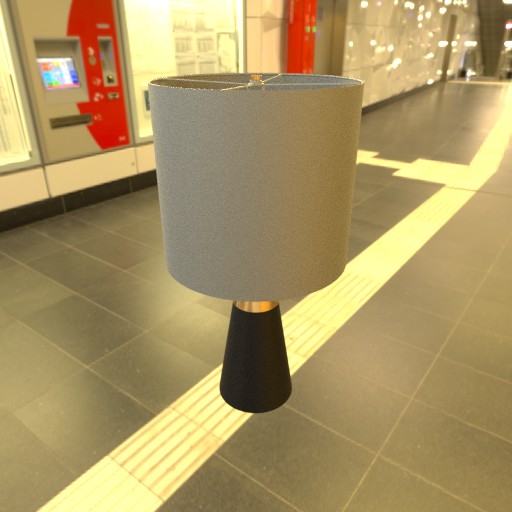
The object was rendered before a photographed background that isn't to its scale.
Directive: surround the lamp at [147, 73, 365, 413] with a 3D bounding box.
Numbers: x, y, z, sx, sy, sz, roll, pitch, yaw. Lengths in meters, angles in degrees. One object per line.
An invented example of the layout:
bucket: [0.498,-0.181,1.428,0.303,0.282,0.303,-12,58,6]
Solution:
lamp: [0.000,0.000,0.767,0.308,0.580,0.308,8,27,16]
